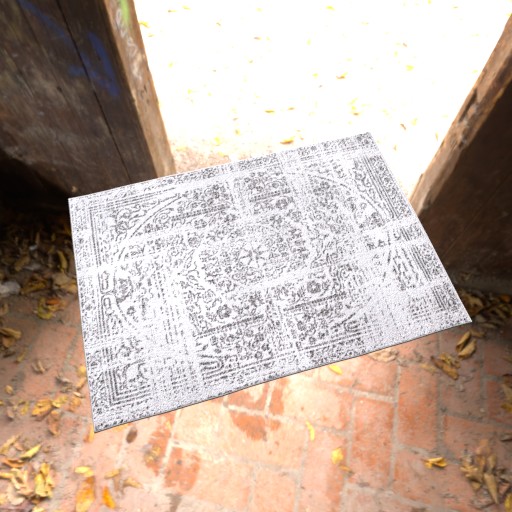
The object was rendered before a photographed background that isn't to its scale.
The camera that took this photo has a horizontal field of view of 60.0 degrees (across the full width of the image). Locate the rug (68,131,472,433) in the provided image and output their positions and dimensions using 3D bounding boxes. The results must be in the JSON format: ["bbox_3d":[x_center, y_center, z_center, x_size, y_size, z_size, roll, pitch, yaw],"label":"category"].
[{"bbox_3d":[0.000,0.000,3.079,2.438,0.026,1.706,-14,63,-7],"label":"rug"}]
